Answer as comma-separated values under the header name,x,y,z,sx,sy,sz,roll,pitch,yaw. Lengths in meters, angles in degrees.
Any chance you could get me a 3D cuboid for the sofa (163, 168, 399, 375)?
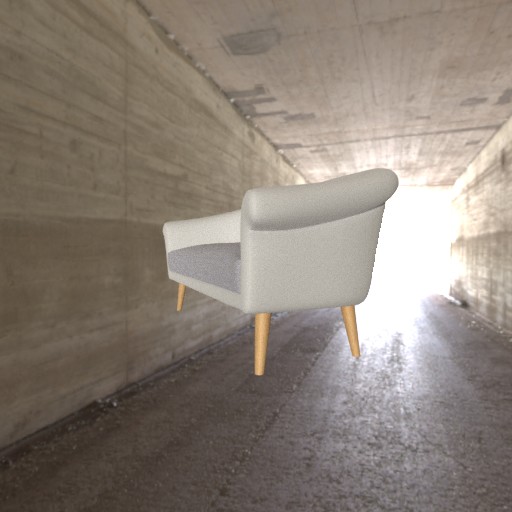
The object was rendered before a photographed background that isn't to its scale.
name,x,y,z,sx,sy,sz,roll,pitch,yaw
sofa,0.000,0.000,2.543,0.827,0.795,2.160,0,1,-19
